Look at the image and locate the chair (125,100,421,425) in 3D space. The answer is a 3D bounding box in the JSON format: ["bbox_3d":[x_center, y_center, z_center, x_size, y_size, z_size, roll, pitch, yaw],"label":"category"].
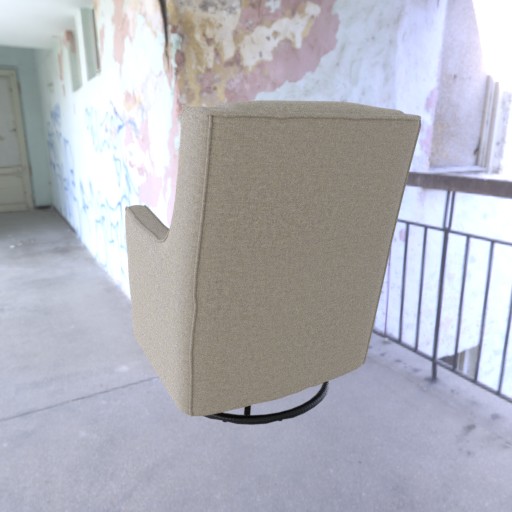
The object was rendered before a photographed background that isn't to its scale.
[{"bbox_3d":[0.000,0.000,1.561,0.732,0.993,0.879,-8,17,-27],"label":"chair"}]
